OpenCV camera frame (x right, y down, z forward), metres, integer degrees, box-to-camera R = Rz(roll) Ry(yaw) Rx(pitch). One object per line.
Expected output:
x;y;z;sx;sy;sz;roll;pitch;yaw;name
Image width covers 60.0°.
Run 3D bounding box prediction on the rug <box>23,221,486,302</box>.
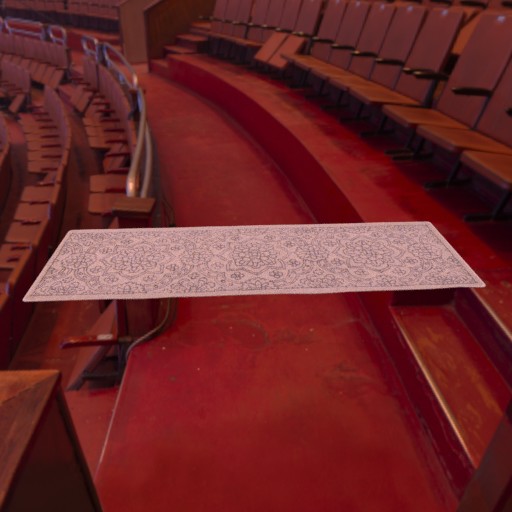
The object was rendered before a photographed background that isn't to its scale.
0.000;0.000;2.647;2.431;0.006;0.806;-2;31;-3;rug
